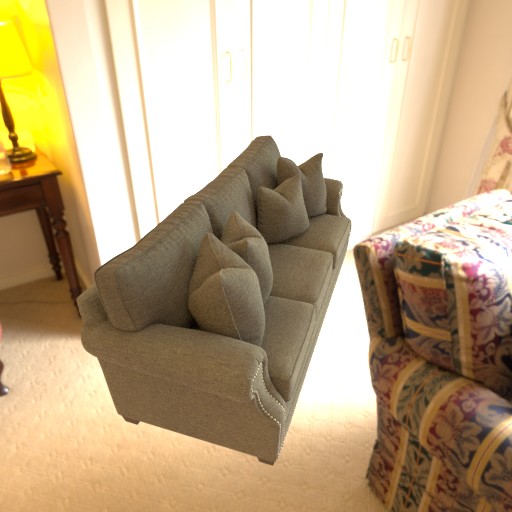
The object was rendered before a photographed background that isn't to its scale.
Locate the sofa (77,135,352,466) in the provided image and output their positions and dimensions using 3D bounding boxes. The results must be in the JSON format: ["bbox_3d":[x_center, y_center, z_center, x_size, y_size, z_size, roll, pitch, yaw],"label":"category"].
[{"bbox_3d":[0.000,0.000,2.833,0.965,0.975,2.312,10,32,16],"label":"sofa"}]
